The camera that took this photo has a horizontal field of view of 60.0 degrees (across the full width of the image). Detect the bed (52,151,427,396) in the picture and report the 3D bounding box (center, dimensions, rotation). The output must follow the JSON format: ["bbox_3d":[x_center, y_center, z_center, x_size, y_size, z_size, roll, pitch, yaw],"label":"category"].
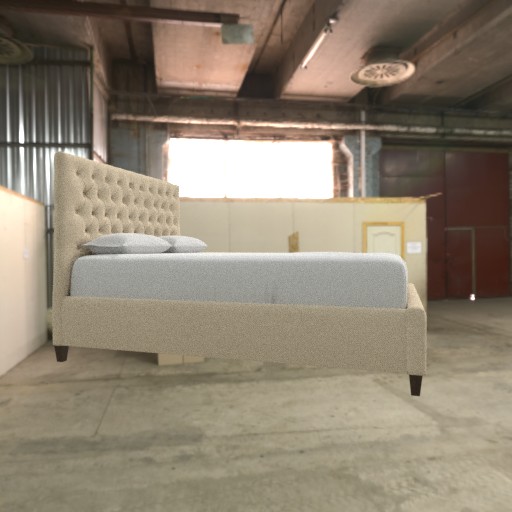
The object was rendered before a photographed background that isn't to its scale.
[{"bbox_3d":[0.000,0.000,3.432,2.387,1.427,1.698,0,1,18],"label":"bed"}]
